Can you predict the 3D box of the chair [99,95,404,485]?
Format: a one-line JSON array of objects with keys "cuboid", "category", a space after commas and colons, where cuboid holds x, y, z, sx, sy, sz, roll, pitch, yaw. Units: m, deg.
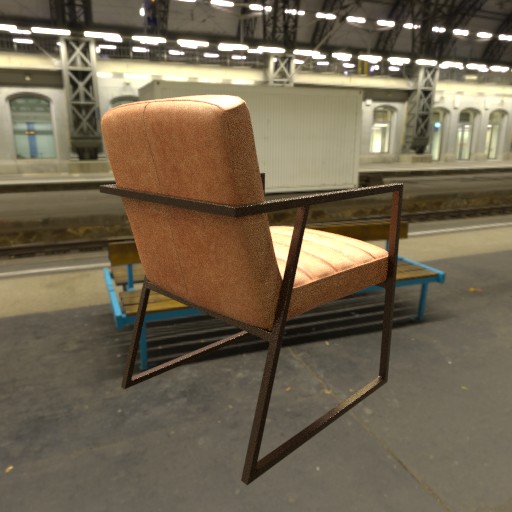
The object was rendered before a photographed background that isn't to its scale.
[{"cuboid": [0.000, 0.000, 1.283, 0.677, 0.832, 0.571, -14, 21, -43], "category": "chair"}]
